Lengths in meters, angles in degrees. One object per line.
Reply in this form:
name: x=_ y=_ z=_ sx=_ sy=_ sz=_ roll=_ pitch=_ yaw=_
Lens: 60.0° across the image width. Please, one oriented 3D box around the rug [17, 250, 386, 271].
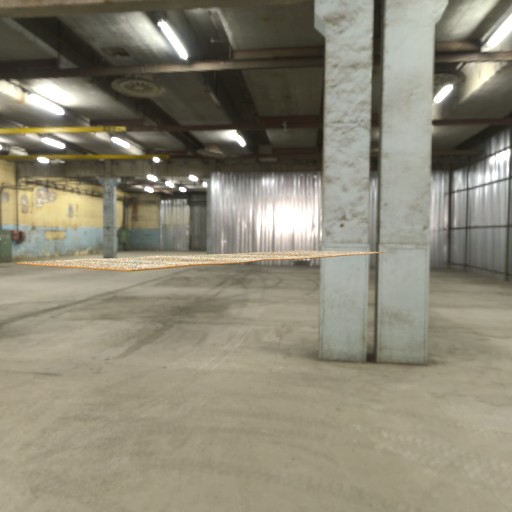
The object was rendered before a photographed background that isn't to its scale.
rug: x=0.000 y=0.000 z=2.489 sx=0.704 sy=0.014 sz=2.294 roll=2 pitch=3 yaw=35
